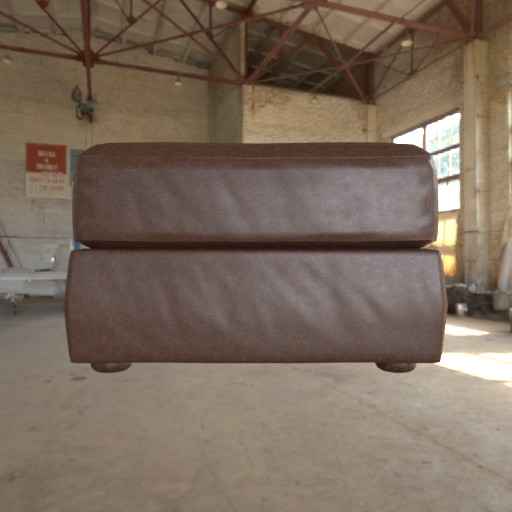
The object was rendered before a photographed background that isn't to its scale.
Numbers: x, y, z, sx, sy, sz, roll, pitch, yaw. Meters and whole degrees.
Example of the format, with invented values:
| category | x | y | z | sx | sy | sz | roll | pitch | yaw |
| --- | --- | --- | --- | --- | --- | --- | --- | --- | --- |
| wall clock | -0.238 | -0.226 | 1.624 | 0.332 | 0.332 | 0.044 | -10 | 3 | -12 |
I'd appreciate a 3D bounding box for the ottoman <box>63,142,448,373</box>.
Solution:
| category | x | y | z | sx | sy | sz | roll | pitch | yaw |
| --- | --- | --- | --- | --- | --- | --- | --- | --- | --- |
| ottoman | 0.000 | 0.000 | 1.129 | 0.751 | 0.476 | 0.603 | 0 | -1 | 0 |
